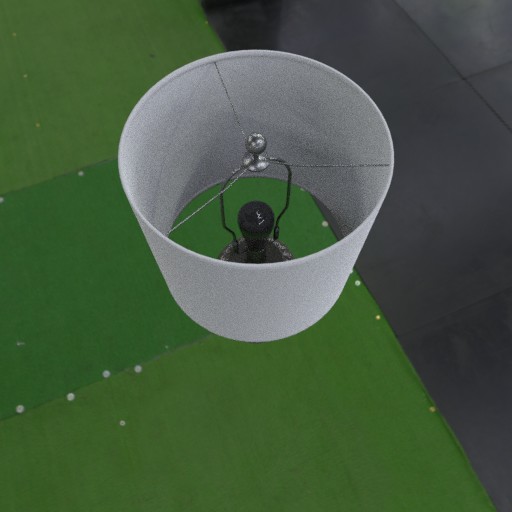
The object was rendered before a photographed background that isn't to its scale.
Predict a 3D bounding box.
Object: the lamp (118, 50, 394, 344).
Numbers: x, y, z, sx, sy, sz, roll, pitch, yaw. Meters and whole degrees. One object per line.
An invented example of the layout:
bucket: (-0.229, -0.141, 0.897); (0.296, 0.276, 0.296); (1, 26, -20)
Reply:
lamp: (0.000, 0.000, 0.496); (0.203, 0.389, 0.203); (-19, 65, -9)
